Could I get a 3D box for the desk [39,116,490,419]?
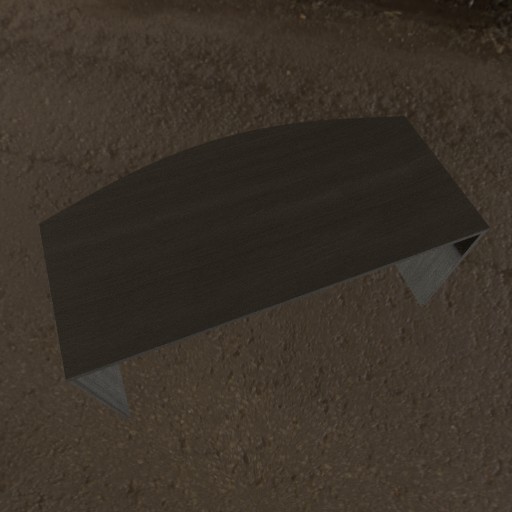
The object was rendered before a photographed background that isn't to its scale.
[{"bbox_3d":[0.000,0.000,2.053,1.600,0.750,0.802,-18,62,-10],"label":"desk"}]
